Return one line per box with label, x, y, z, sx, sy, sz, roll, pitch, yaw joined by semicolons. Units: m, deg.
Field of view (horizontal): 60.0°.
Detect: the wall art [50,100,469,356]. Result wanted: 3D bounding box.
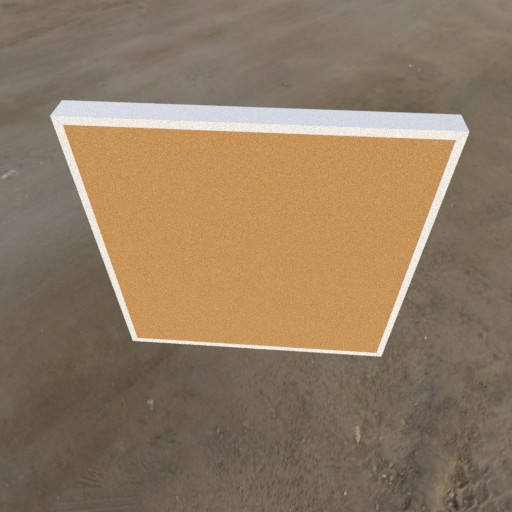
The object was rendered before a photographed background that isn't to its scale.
wall art;0.000;0.000;0.440;0.304;0.304;0.024;3;47;3
